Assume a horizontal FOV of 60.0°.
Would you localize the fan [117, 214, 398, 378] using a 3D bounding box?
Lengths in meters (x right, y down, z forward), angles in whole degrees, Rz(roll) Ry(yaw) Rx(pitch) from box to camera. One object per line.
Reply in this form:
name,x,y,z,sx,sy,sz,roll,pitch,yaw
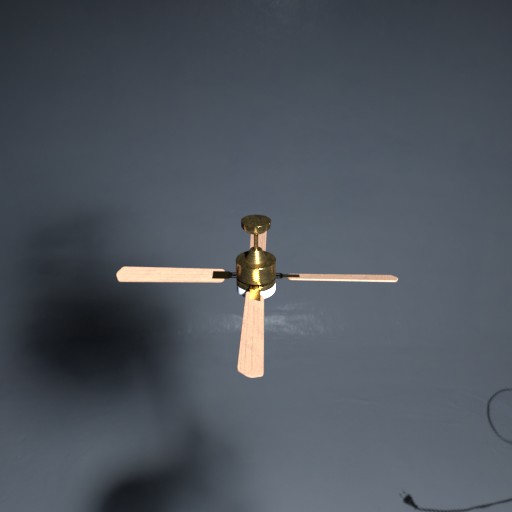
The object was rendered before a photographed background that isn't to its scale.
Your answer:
fan,0.000,0.000,2.032,1.320,0.355,1.320,1,28,2
